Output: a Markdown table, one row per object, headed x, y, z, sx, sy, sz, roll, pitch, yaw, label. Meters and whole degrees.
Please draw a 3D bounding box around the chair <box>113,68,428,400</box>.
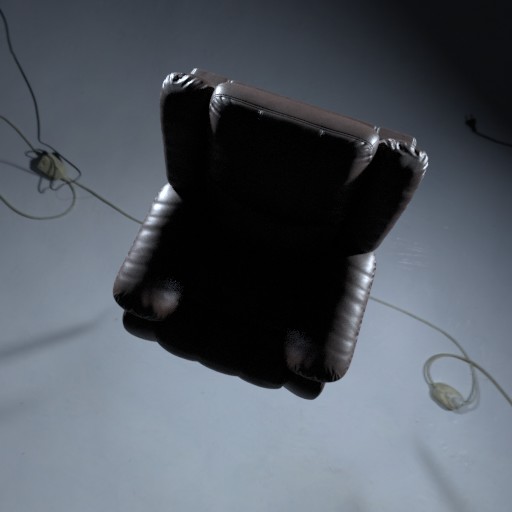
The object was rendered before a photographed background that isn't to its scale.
| x | y | z | sx | sy | sz | roll | pitch | yaw | label |
| --- | --- | --- | --- | --- | --- | --- | --- | --- | --- |
| 0.000 | 0.000 | 1.718 | 0.899 | 1.009 | 0.934 | 19 | 78 | 4 | chair |
